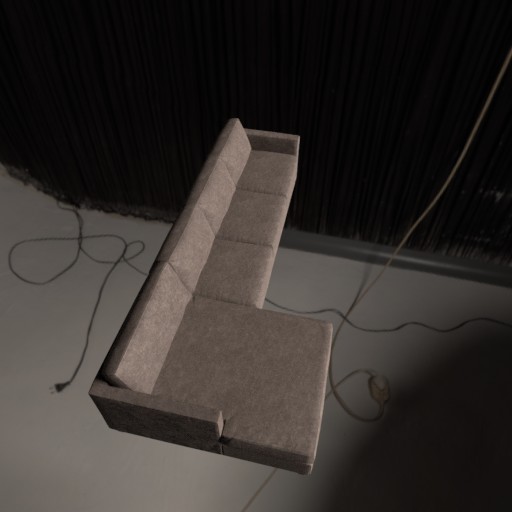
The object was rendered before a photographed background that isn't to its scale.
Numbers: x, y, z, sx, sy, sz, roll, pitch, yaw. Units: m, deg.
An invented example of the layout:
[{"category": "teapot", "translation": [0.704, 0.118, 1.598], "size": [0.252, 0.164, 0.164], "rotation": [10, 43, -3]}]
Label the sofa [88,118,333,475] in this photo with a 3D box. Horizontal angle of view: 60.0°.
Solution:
[{"category": "sofa", "translation": [0.000, 0.000, 4.214], "size": [1.606, 0.954, 3.471], "rotation": [9, 48, 9]}]
